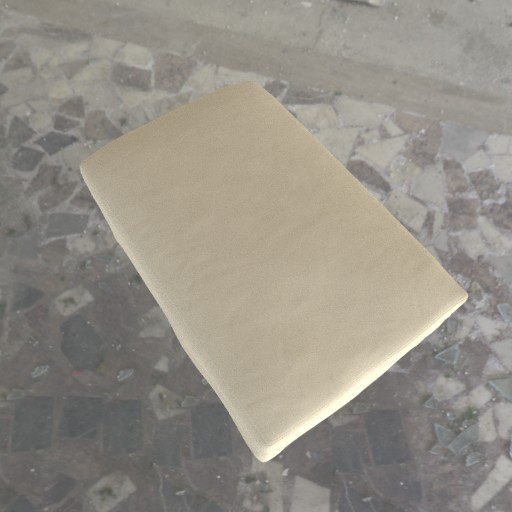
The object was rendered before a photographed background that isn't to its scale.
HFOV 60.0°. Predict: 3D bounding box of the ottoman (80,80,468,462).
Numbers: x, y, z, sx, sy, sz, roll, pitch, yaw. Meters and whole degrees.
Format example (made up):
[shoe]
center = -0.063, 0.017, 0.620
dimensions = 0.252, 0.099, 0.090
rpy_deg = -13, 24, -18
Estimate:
[ottoman]
center = 0.000, 0.000, 1.211
dimensions = 0.590, 0.444, 0.872
rpy_deg = -32, 67, -15
